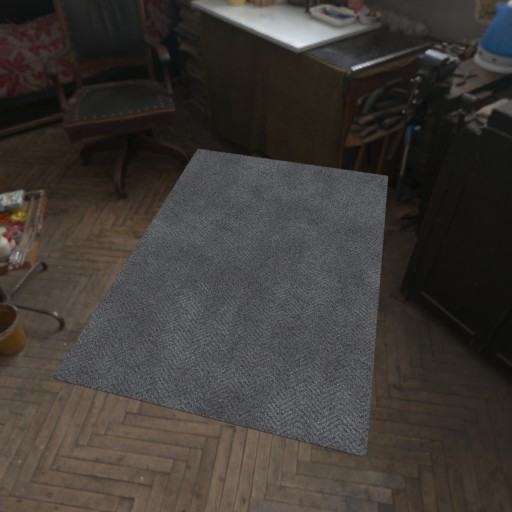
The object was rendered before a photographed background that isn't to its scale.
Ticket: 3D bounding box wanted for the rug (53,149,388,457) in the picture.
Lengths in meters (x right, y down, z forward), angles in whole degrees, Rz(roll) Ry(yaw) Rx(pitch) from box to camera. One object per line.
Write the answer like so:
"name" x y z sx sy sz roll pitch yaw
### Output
"rug" 0.000 0.000 2.908 1.600 0.008 2.235 10 47 10
